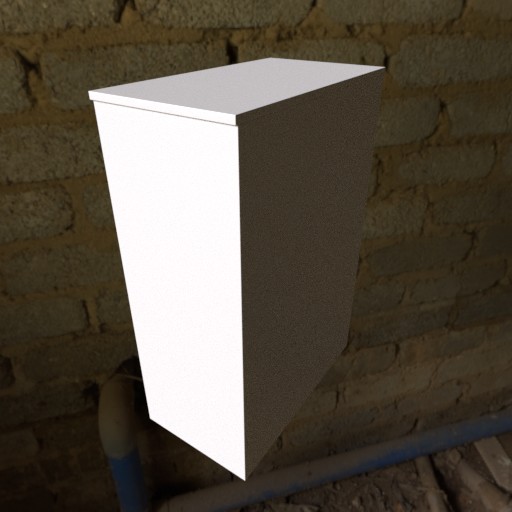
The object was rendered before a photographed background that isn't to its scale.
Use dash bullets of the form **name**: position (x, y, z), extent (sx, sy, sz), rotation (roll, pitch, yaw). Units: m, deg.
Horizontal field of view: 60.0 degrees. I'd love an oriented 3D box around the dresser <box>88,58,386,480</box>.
- **dresser**: position (0.000, 0.000, 1.349), extent (0.401, 1.021, 0.704), rotation (19, 35, 29)
